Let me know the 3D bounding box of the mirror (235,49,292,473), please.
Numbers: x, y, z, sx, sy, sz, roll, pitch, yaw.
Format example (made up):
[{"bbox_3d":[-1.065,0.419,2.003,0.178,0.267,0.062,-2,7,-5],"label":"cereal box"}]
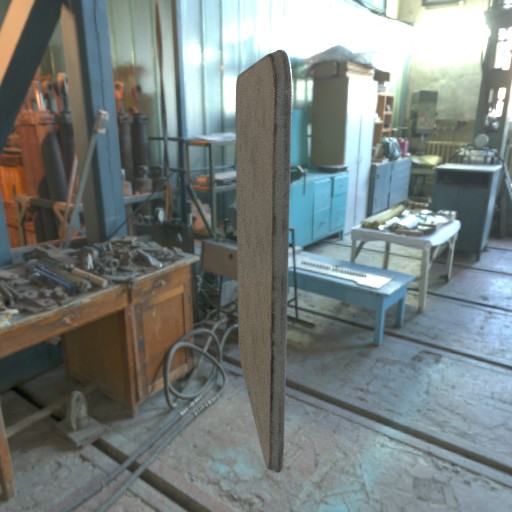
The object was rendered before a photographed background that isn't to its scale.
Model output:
[{"bbox_3d":[0.000,0.000,0.886,0.024,0.713,0.461,-3,18,-9],"label":"mirror"}]
